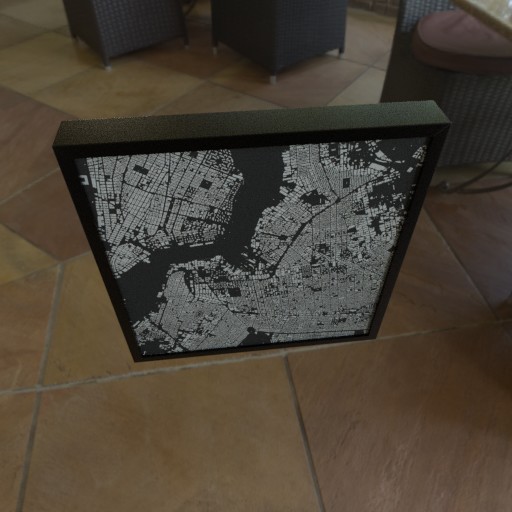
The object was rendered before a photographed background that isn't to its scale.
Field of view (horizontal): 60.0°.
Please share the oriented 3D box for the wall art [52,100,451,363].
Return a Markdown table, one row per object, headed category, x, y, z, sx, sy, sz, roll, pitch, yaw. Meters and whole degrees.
| category | x | y | z | sx | sy | sz | roll | pitch | yaw |
| --- | --- | --- | --- | --- | --- | --- | --- | --- | --- |
| wall art | 0.000 | 0.000 | 0.450 | 0.299 | 0.299 | 0.037 | -5 | 46 | -4 |
